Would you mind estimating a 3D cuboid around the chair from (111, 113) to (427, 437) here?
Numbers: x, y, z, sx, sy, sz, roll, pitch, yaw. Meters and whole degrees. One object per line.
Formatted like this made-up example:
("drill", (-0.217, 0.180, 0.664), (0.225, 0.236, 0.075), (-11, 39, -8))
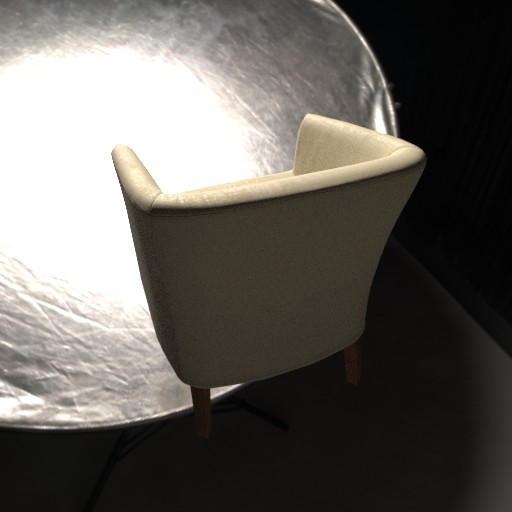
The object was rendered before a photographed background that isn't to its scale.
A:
("chair", (0.000, 0.000, 1.258), (0.643, 0.822, 0.657), (-14, 42, -16))
